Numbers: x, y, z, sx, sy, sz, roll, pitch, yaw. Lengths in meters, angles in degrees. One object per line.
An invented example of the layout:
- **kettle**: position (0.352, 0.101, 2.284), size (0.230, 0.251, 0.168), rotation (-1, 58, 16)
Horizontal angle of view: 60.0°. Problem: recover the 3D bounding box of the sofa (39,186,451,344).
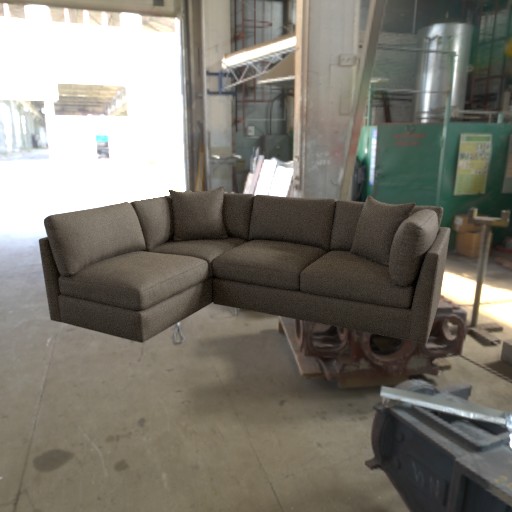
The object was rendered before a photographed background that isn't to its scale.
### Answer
- **sofa**: position (0.000, 0.000, 3.782), size (2.896, 0.978, 1.994), rotation (7, 16, 26)
